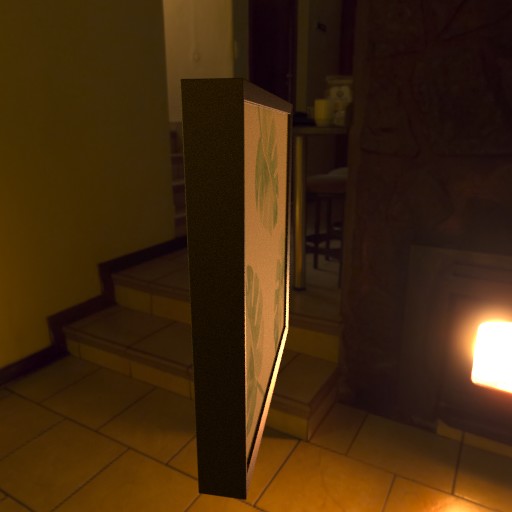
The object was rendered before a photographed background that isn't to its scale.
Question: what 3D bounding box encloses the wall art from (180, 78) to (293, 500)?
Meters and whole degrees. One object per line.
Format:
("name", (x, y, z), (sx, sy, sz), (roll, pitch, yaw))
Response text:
("wall art", (0.000, 0.000, 0.446), (0.038, 0.304, 0.304), (3, 16, 10))
